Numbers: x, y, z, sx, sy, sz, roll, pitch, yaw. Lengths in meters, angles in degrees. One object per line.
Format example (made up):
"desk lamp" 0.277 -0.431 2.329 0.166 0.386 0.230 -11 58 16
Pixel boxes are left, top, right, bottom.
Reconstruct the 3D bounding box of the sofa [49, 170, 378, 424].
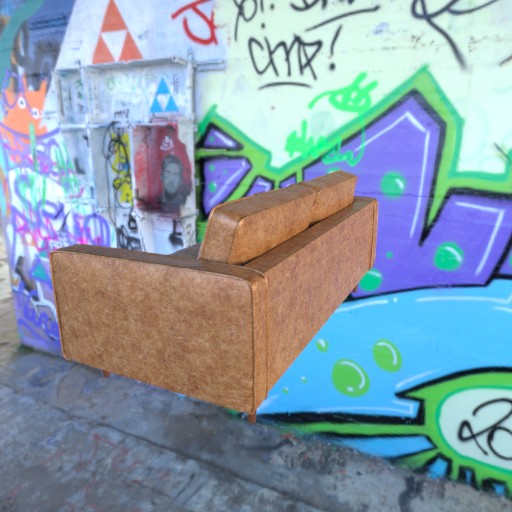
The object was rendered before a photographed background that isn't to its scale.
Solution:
"sofa" 0.000 0.000 2.416 0.924 0.825 1.920 8 18 25
